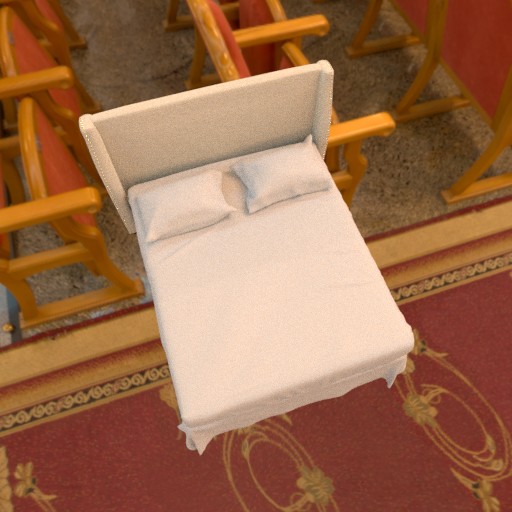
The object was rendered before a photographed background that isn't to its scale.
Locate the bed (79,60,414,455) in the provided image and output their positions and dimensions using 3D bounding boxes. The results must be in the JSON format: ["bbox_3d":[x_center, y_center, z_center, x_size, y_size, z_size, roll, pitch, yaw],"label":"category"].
[{"bbox_3d":[0.000,0.000,3.338,1.925,1.332,2.276,-16,64,-8],"label":"bed"}]
